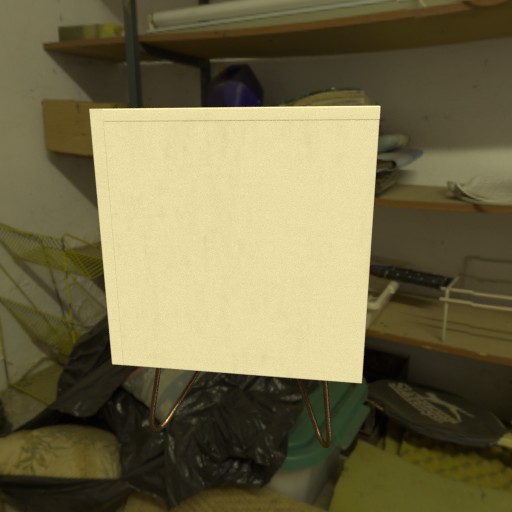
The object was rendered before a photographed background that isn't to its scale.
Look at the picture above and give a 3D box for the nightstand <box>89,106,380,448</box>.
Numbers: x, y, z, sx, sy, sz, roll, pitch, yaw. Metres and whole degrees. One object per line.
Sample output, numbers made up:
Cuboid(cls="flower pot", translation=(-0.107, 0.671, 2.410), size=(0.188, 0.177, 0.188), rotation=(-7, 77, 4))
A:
Cuboid(cls="nightstand", translation=(0.000, 0.000, 1.015), size=(0.447, 0.604, 0.614), rotation=(2, 15, 8))
